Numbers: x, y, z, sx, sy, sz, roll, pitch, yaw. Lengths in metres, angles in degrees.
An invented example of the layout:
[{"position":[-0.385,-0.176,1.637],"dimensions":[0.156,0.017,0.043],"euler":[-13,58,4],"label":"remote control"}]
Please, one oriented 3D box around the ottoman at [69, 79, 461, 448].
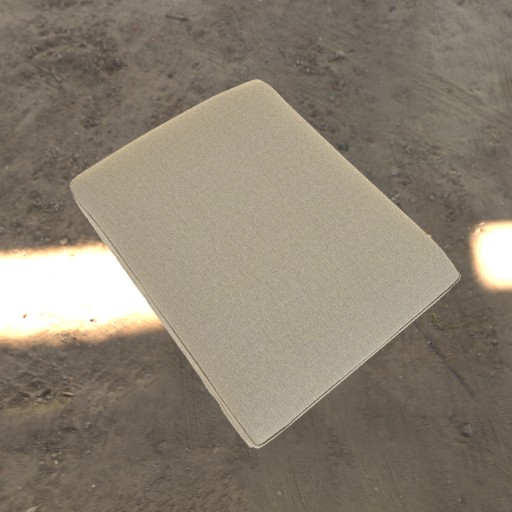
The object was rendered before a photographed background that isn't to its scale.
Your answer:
[{"position":[0.000,0.000,1.047],"dimensions":[0.541,0.463,0.684],"euler":[-34,70,-15],"label":"ottoman"}]
